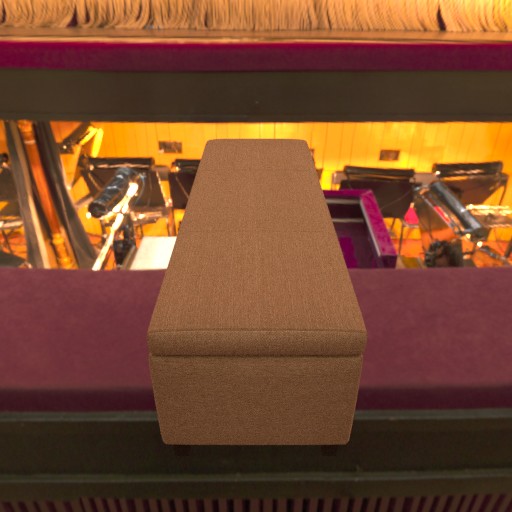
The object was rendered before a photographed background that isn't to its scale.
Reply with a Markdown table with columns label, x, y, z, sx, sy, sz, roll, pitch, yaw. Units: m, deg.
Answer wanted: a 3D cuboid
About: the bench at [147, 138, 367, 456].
| label | x | y | z | sx | sy | sz | roll | pitch | yaw |
| --- | --- | --- | --- | --- | --- | --- | --- | --- | --- |
| bench | 0.000 | 0.000 | 1.496 | 0.446 | 0.438 | 1.269 | 0 | 32 | 0 |
